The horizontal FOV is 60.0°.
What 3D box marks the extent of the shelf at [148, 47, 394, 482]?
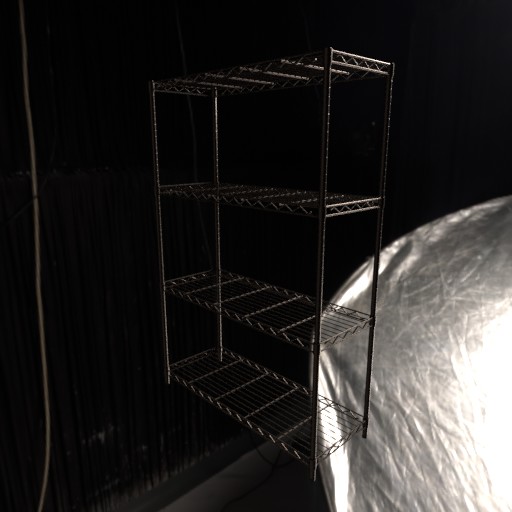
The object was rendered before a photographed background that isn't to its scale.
[{"bbox_3d":[0.000,0.000,1.765,0.352,1.361,0.907,-13,19,-43],"label":"shelf"}]
